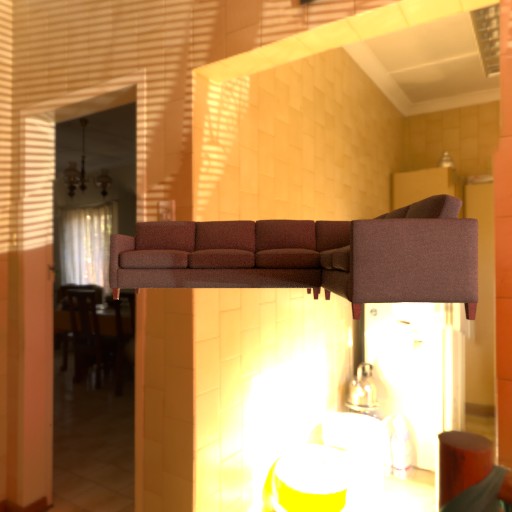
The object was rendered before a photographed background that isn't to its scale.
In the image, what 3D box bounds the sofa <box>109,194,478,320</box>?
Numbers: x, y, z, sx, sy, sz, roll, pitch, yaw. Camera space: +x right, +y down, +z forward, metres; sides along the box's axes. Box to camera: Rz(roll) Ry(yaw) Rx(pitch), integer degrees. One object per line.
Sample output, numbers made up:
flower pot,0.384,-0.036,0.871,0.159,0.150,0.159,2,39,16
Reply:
sofa,0.000,0.000,4.480,3.302,0.947,2.593,0,0,1
